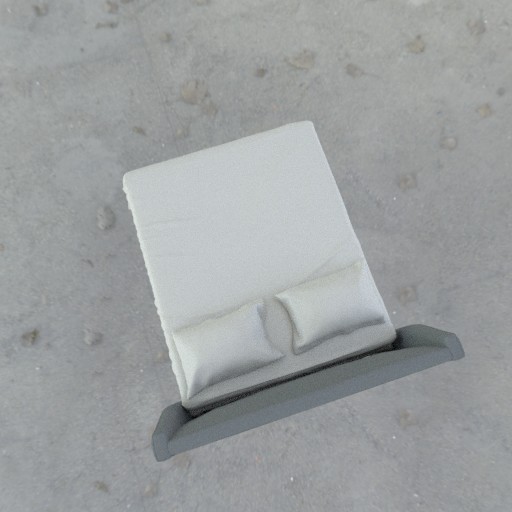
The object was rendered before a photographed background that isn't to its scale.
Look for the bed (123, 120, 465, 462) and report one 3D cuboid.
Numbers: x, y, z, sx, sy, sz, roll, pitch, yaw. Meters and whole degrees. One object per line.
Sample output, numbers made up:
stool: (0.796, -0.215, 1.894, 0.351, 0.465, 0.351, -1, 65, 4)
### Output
bed: (0.000, 0.000, 3.440, 1.925, 1.332, 2.276, -17, 76, -4)
